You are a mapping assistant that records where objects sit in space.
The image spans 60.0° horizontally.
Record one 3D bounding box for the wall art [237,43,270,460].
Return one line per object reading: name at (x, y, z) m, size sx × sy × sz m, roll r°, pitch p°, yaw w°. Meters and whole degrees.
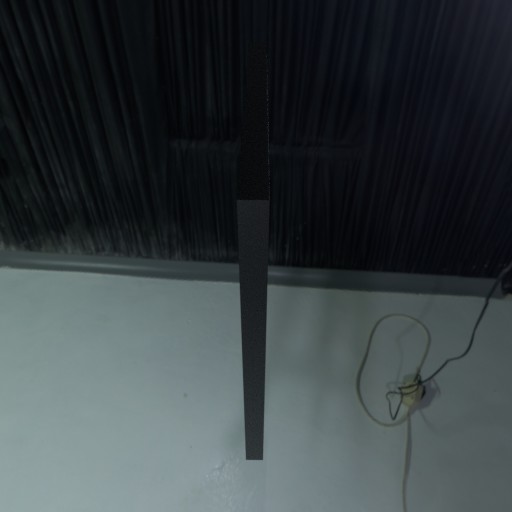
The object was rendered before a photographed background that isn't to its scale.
wall art at (0.000, 0.000, 0.769) m, size 0.031 × 0.558 × 0.461 m, roll 0°, pitch 42°, yaw 0°
